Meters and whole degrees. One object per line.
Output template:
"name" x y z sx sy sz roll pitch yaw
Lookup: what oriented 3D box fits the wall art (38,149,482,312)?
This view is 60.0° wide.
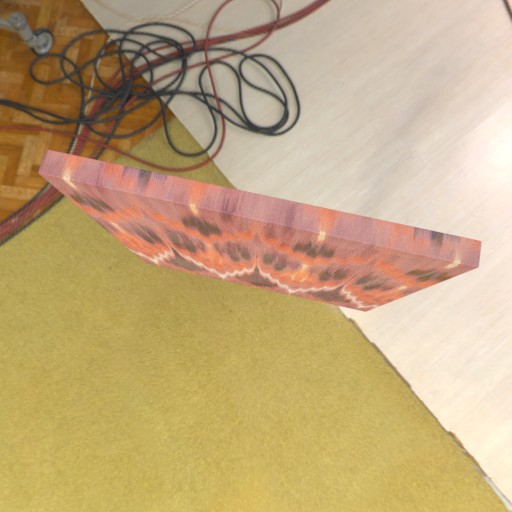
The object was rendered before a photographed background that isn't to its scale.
"wall art" 0.000 0.000 0.891 0.603 0.609 0.037 12 78 3
